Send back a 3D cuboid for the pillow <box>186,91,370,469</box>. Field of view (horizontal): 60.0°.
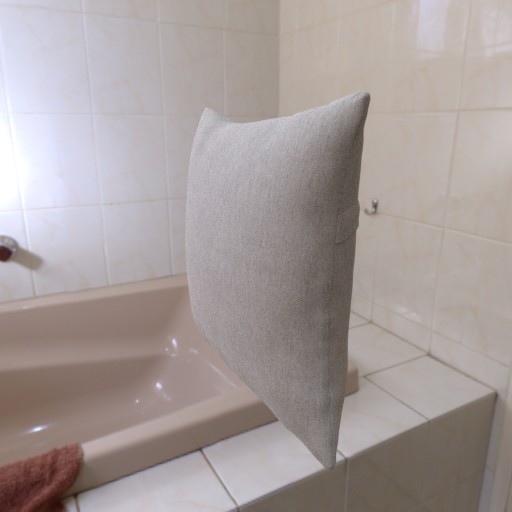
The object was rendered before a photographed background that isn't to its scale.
[{"bbox_3d":[0.000,0.000,0.663,0.173,0.436,0.433,-8,18,-26],"label":"pillow"}]
